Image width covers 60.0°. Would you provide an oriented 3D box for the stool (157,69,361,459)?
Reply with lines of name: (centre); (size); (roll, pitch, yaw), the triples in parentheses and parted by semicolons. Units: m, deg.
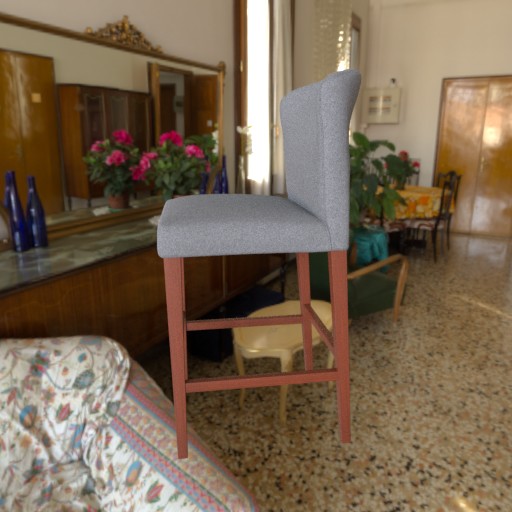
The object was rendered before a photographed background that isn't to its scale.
stool: (0.000, 0.000, 1.372); (0.568, 1.069, 0.481); (-2, 15, -8)
